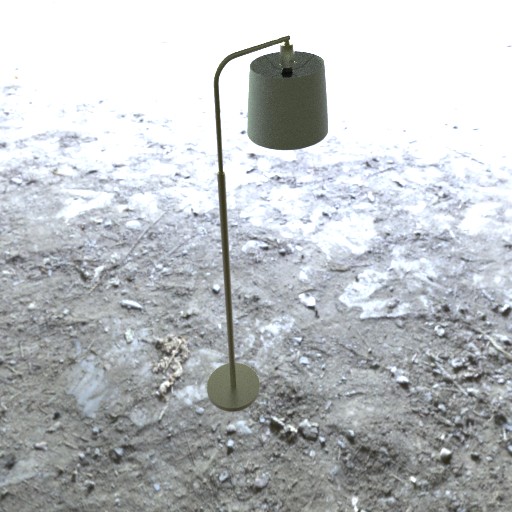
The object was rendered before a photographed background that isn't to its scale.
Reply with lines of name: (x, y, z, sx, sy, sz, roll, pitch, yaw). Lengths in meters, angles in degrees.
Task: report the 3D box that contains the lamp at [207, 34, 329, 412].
lamp: (0.000, 0.000, 1.643, 0.508, 1.478, 0.254, -26, 47, -27)
